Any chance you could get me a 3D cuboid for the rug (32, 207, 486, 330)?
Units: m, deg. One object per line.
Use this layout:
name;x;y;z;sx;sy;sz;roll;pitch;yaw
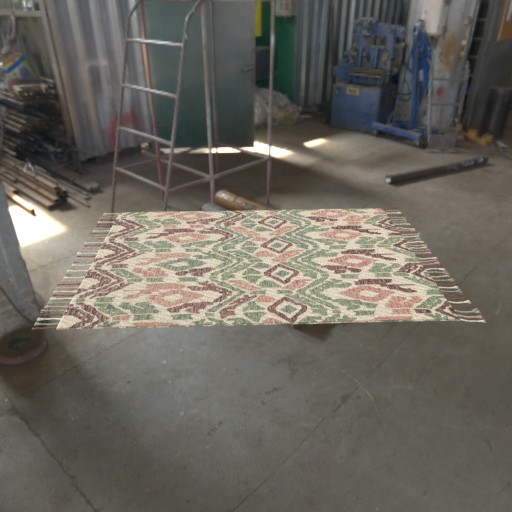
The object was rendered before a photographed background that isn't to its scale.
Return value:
rug;0.000;0.000;2.997;2.438;0.011;1.524;-1;30;-2
